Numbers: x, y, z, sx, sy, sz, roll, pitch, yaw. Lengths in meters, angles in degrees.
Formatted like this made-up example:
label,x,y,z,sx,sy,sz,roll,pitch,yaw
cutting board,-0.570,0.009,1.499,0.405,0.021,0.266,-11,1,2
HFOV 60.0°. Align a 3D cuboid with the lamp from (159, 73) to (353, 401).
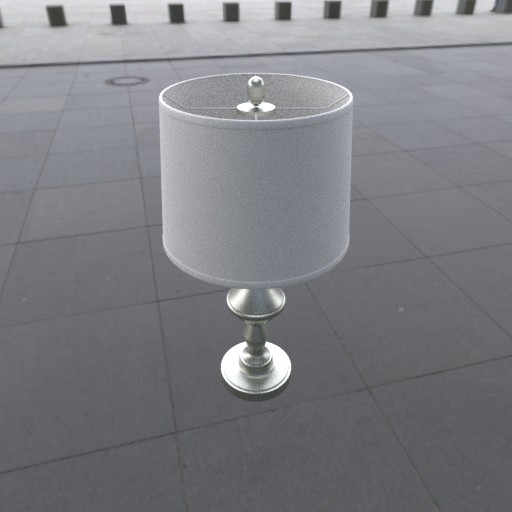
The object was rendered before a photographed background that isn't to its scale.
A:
label,x,y,z,sx,sy,sz,roll,pitch,yaw
lamp,0.000,0.000,0.958,0.383,0.733,0.383,0,33,0
